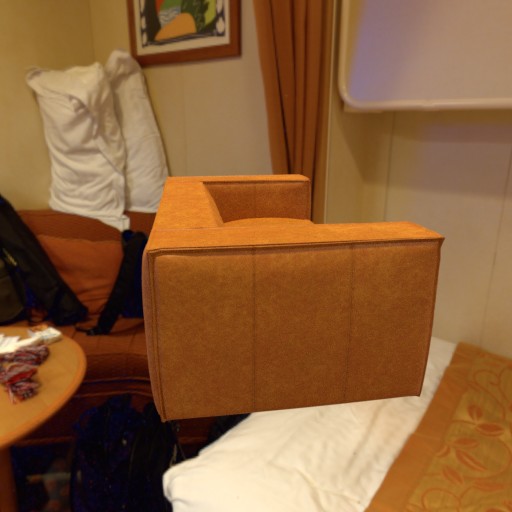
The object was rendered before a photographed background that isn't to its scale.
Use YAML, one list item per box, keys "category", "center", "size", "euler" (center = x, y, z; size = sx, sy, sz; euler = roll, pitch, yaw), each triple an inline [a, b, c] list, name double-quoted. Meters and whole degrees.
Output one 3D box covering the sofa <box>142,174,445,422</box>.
- category: "sofa"
  center: [0.000, 0.000, 2.539]
  size: [1.102, 0.703, 2.088]
  euler: [-3, 17, -9]
